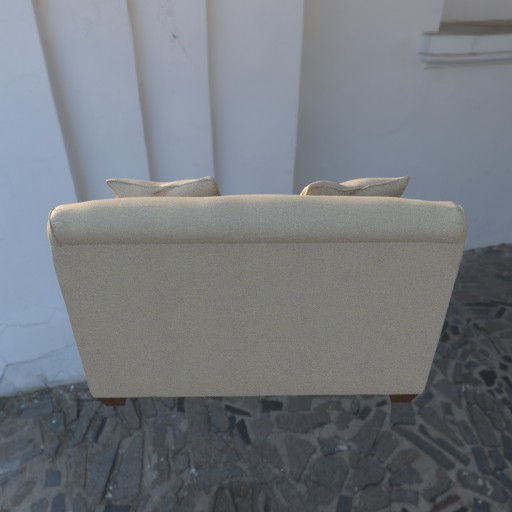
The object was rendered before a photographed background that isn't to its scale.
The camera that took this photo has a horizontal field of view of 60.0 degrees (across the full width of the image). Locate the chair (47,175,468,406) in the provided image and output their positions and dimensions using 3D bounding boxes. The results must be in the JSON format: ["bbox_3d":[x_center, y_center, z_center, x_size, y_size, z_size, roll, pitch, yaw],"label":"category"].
[{"bbox_3d":[0.000,0.000,2.030,1.383,0.948,1.000,0,32,-1],"label":"chair"}]
